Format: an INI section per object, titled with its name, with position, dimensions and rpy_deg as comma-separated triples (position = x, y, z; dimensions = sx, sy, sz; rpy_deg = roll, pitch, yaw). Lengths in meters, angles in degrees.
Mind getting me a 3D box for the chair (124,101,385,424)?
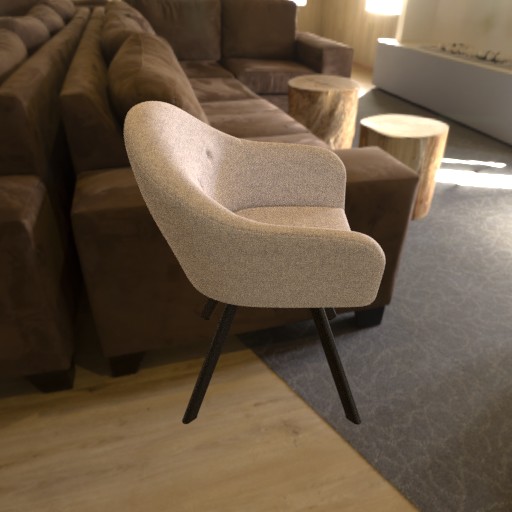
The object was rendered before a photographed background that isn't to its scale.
[chair]
position = 0.000, 0.000, 1.178
dimensions = 0.570, 0.780, 0.540
rpy_deg = 0, 32, 0
